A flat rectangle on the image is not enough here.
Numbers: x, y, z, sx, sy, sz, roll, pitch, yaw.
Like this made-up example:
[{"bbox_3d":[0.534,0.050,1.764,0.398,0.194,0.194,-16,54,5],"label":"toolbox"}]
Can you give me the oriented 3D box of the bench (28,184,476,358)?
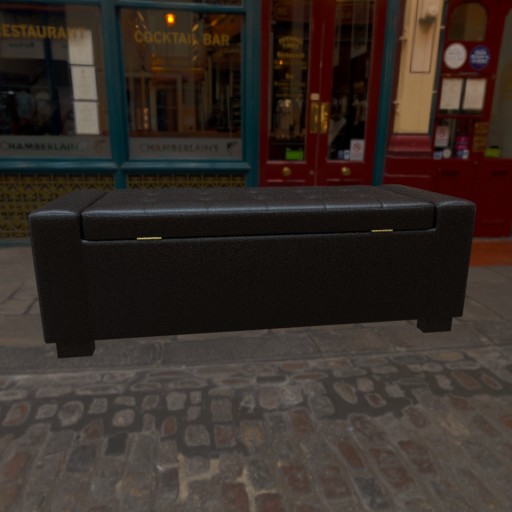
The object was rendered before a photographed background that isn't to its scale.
[{"bbox_3d":[0.000,0.000,1.543,1.296,0.445,0.508,-2,15,-8],"label":"bench"}]
